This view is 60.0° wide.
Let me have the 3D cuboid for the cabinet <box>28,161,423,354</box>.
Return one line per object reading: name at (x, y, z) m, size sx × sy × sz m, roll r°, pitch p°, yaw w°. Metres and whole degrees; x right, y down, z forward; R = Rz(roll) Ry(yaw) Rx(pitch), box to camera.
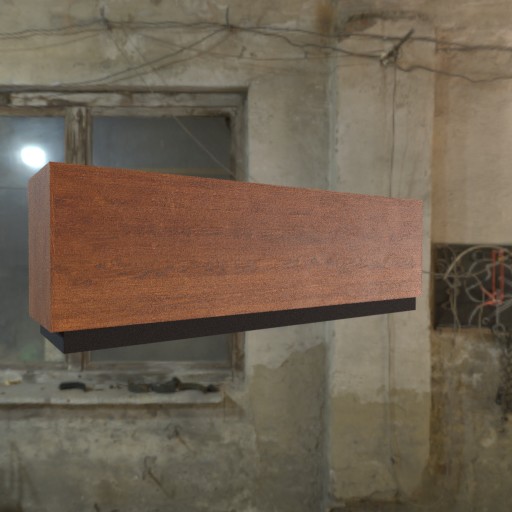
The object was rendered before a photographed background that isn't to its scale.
cabinet at (0.000, 0.000, 1.787) m, size 1.600 × 0.510 × 0.419 m, roll -1°, pitch 1°, yaw -35°
